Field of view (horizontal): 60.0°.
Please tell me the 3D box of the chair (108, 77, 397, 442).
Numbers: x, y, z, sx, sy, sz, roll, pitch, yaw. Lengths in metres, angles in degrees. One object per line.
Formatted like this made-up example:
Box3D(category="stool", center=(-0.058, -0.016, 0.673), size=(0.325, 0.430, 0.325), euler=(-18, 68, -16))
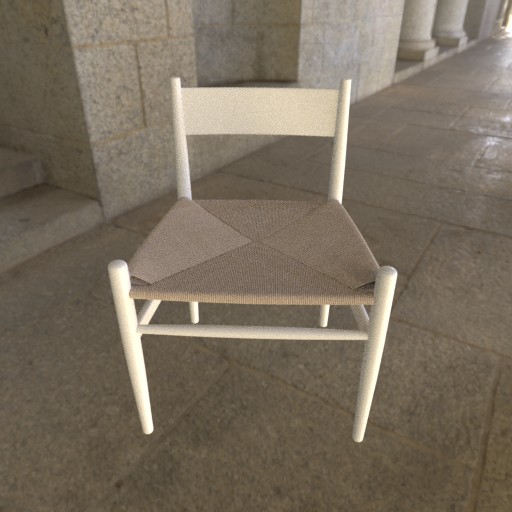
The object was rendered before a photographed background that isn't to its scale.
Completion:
Box3D(category="chair", center=(0.000, 0.000, 1.100), size=(0.556, 0.762, 0.495), euler=(1, 31, 2))
